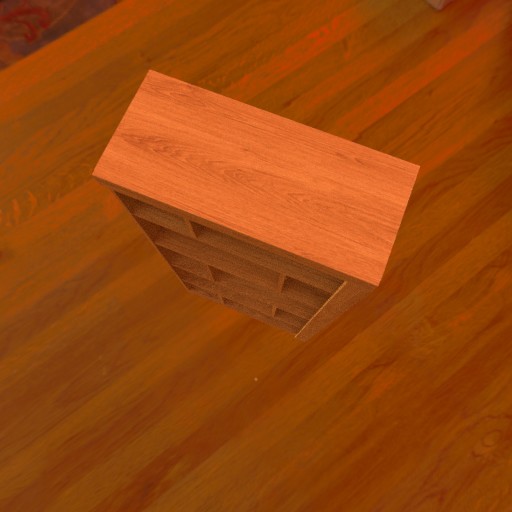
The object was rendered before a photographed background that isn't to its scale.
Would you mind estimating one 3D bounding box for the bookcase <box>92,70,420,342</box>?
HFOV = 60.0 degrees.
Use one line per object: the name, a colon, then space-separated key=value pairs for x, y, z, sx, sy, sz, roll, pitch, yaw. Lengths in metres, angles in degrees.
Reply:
bookcase: x=0.000 y=0.000 z=2.372 sx=0.950 sy=2.020 sz=0.420 roll=22 pitch=76 yaw=6
